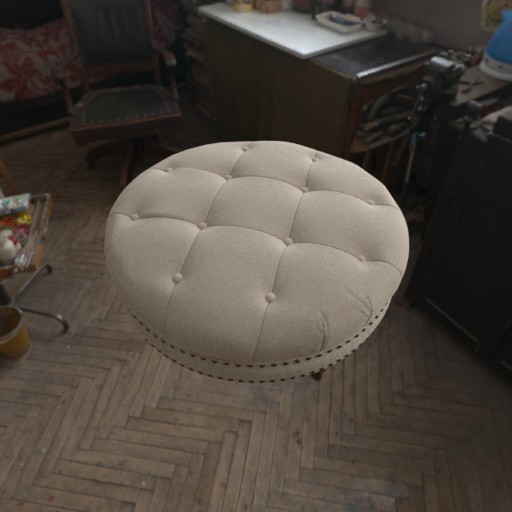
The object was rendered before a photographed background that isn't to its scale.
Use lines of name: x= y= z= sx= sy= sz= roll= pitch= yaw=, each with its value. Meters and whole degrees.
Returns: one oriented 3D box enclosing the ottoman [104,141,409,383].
ottoman: x=0.000 y=0.000 z=1.505 sx=0.940 sy=0.483 sz=0.940 roll=0 pitch=45 yaw=0
